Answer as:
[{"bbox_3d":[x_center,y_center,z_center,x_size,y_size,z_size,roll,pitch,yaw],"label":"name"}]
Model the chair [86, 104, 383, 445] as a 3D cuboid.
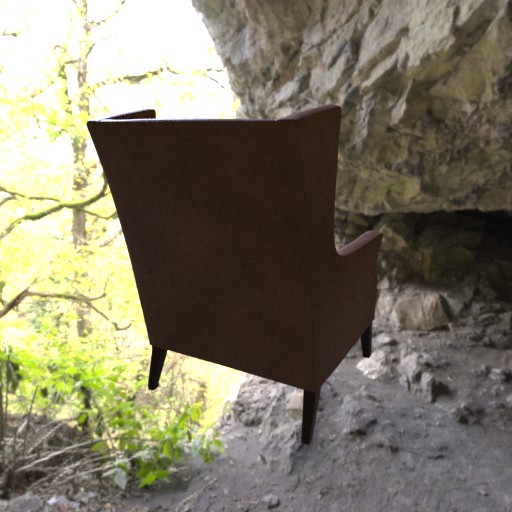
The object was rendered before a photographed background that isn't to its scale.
[{"bbox_3d":[0.000,0.000,1.721,0.815,1.088,0.913,9,18,27],"label":"chair"}]
